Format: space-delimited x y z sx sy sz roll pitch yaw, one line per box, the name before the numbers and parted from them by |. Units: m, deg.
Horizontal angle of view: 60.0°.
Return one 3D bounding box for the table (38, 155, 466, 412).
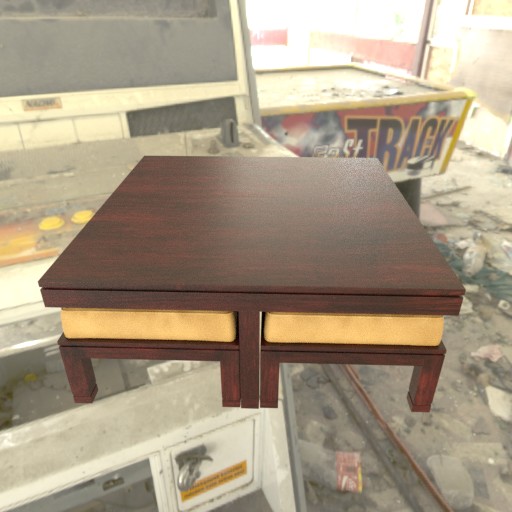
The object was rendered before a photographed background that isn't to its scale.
table | 0.000 0.000 1.357 0.865 0.356 0.865 1 30 2
